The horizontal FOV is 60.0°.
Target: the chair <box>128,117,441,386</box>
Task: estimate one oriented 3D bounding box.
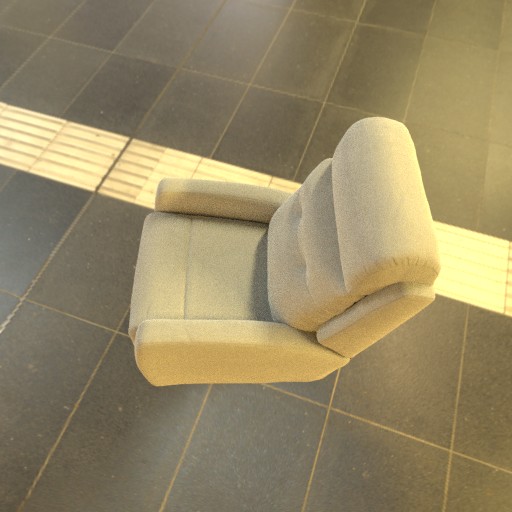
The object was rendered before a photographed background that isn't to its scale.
[{"bbox_3d":[0.000,0.000,1.731,1.043,1.013,0.798,0,60,0],"label":"chair"}]
